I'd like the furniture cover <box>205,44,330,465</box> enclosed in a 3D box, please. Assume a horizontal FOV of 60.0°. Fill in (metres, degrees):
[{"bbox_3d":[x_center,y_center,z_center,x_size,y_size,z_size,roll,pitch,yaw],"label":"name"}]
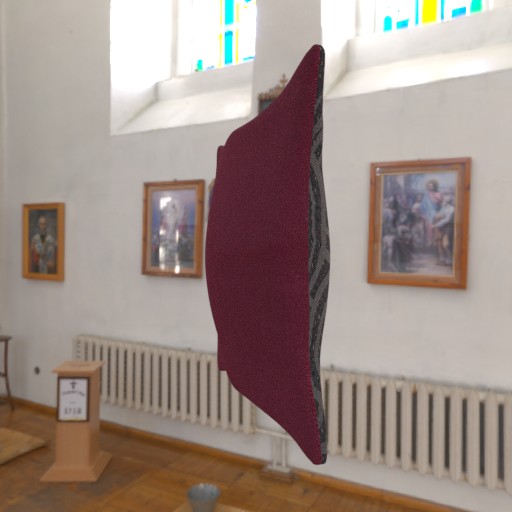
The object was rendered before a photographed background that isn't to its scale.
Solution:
[{"bbox_3d":[0.000,0.000,0.775,0.163,0.513,0.514,0,-1,-18],"label":"furniture cover"}]
